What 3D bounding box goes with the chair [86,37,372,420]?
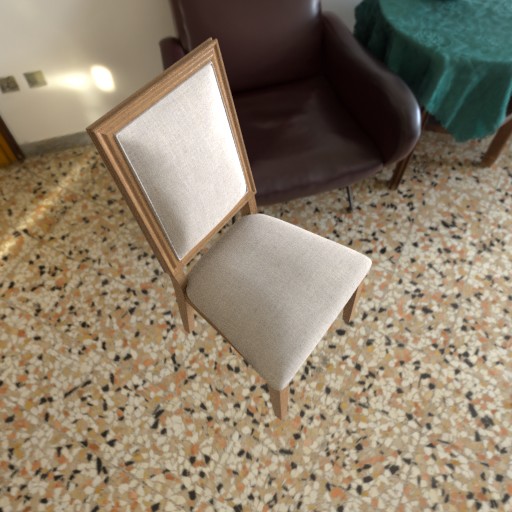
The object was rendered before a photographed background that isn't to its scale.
[{"bbox_3d":[0.000,0.000,1.352,0.601,0.988,0.536,33,64,19],"label":"chair"}]
